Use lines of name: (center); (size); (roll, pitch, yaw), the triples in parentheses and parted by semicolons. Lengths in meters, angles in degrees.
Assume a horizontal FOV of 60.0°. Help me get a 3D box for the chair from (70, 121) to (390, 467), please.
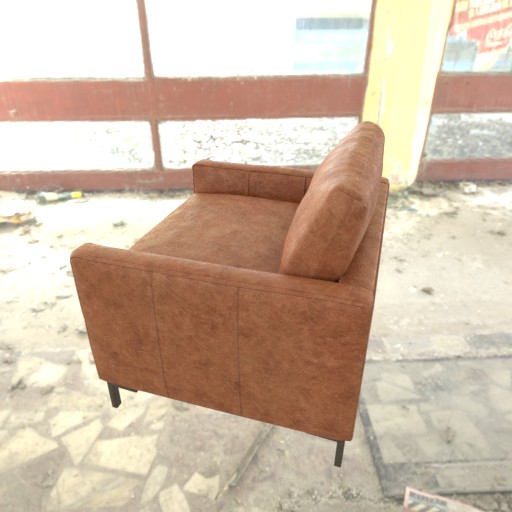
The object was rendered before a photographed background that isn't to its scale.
chair: (0.000, 0.000, 1.621); (0.862, 0.869, 0.967); (9, 31, 15)
